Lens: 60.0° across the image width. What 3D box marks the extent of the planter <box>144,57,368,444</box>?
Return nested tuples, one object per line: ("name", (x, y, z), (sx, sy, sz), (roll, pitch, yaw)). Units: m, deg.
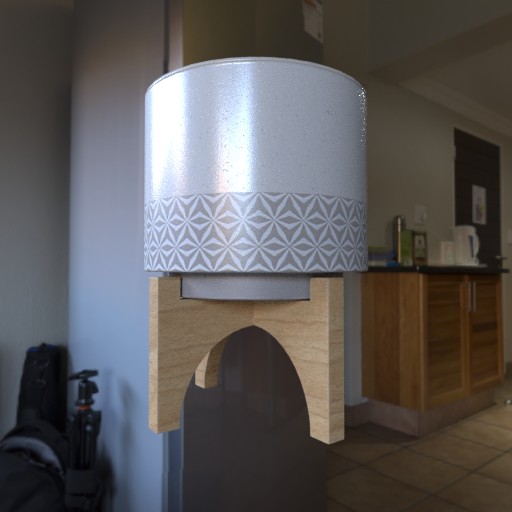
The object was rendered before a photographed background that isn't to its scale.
("planter", (0.000, 0.000, 0.507), (0.249, 0.343, 0.249), (0, -1, 0))
